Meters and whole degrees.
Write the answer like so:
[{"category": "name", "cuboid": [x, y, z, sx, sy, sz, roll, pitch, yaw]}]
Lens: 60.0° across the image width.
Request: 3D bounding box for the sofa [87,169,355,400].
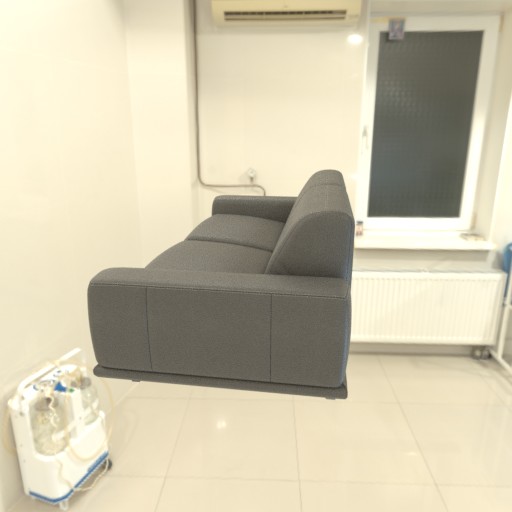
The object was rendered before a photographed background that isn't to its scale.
[{"category": "sofa", "cuboid": [0.000, 0.000, 2.321, 0.900, 0.772, 1.901, 3, 17, 9]}]
